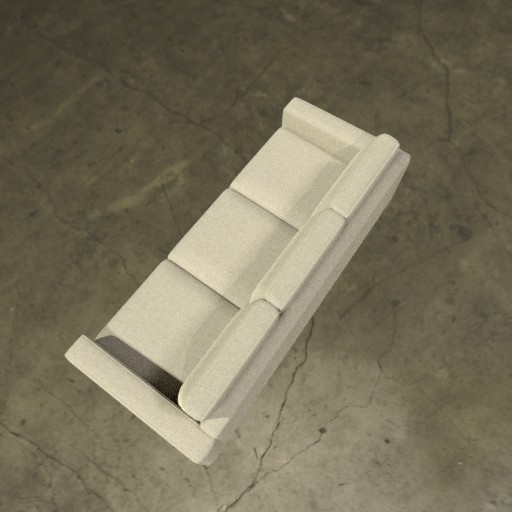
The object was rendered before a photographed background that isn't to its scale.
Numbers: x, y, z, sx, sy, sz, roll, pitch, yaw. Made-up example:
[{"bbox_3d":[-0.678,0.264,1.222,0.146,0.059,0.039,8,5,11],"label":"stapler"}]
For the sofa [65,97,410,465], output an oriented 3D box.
[{"bbox_3d":[0.000,0.000,2.643,0.900,0.800,2.160,32,69,14],"label":"sofa"}]
